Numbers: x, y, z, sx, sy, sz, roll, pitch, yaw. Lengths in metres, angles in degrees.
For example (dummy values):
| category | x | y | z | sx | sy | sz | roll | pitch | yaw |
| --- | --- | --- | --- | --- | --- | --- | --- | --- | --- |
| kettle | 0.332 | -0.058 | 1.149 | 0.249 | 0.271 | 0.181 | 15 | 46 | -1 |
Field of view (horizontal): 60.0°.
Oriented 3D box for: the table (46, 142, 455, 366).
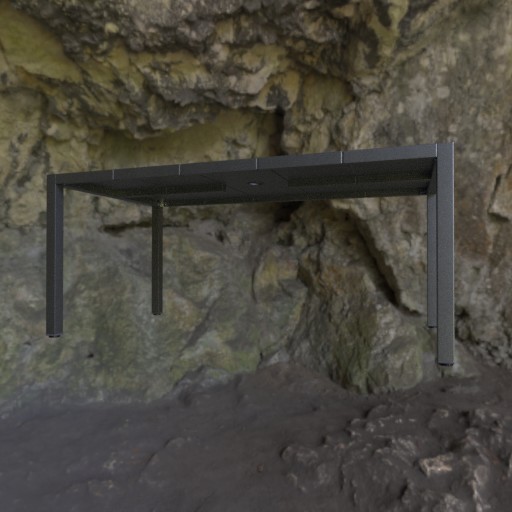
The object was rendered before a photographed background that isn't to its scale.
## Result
| category | x | y | z | sx | sy | sz | roll | pitch | yaw |
| --- | --- | --- | --- | --- | --- | --- | --- | --- | --- |
| table | 0.000 | 0.000 | 2.147 | 1.680 | 0.735 | 0.914 | 0 | -1 | 19 |
